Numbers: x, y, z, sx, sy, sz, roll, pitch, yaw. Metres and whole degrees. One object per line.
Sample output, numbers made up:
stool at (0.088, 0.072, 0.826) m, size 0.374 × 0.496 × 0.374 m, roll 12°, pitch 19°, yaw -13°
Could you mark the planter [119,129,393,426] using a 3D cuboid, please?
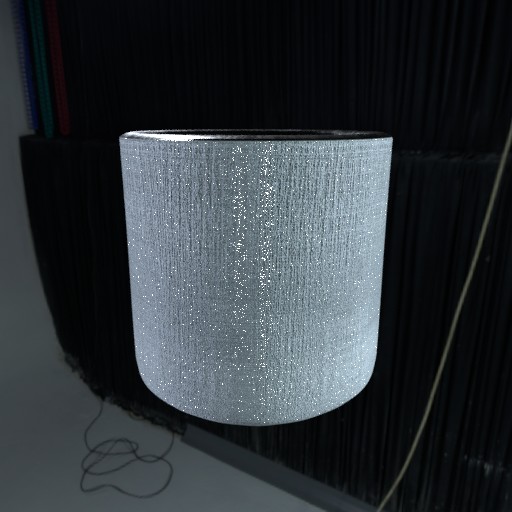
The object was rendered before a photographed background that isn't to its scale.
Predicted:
planter at (0.000, 0.000, 0.288) m, size 0.160 × 0.156 × 0.160 m, roll 0°, pitch 17°, yaw 0°
